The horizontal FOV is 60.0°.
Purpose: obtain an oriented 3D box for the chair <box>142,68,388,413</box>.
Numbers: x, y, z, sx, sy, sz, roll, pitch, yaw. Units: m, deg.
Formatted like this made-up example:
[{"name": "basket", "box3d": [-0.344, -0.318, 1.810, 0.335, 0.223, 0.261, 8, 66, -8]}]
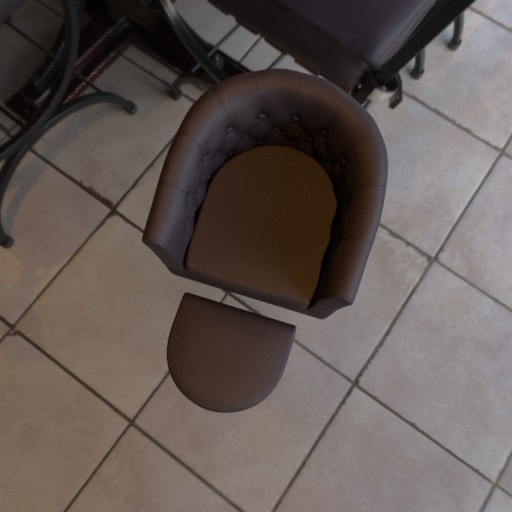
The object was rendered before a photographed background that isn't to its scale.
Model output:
[{"name": "chair", "box3d": [0.000, 0.000, 1.717, 0.763, 0.760, 1.191, 17, 75, 4]}]
